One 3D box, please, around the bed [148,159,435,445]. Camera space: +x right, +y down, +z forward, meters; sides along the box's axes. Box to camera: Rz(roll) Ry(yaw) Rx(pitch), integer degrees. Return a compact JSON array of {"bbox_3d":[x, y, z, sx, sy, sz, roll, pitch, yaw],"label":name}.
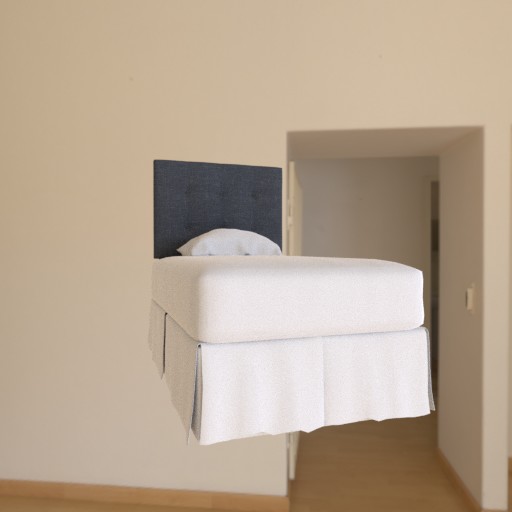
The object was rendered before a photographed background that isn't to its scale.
[{"bbox_3d":[0.000,0.000,2.935,1.261,1.571,1.997,0,1,-19],"label":"bed"}]
